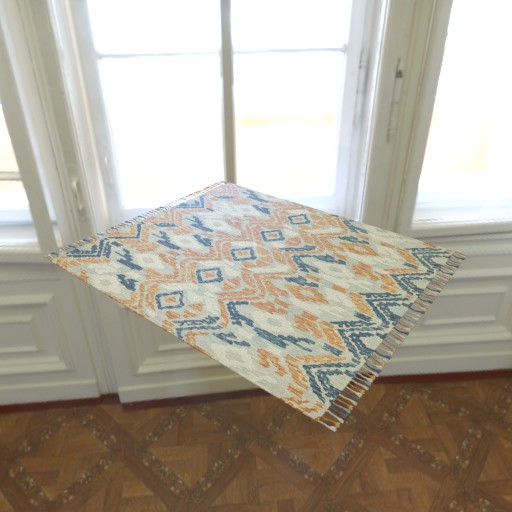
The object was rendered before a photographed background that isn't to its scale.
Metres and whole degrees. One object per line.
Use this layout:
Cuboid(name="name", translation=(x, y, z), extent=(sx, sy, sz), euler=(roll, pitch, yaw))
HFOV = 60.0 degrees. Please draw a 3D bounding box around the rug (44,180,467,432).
Cuboid(name="rug", translation=(0.000, 0.000, 4.067), extent=(3.048, 0.010, 2.439), euler=(22, 37, 32))
